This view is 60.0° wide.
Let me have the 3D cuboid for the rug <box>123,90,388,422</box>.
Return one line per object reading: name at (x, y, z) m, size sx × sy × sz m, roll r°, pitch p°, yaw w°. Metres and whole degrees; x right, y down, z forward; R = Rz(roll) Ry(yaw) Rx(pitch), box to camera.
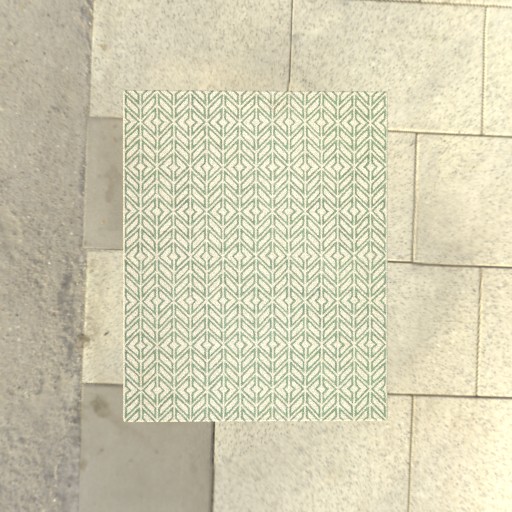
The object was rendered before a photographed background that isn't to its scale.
rug at (0.000, 0.000, 4.094) m, size 2.441 × 0.017 × 3.050 m, roll 0°, pitch 90°, yaw -1°
